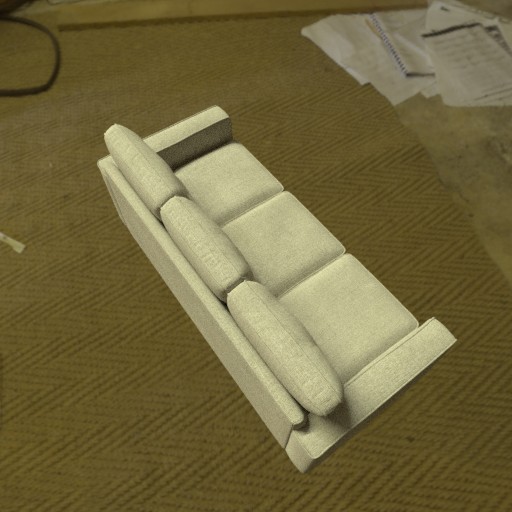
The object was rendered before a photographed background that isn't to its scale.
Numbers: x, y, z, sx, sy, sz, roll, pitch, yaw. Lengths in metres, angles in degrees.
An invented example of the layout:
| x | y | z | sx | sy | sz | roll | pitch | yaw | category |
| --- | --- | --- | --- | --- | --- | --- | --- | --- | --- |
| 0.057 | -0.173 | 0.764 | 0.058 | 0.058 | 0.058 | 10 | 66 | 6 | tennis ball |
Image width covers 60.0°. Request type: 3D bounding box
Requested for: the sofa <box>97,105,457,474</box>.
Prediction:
| x | y | z | sx | sy | sz | roll | pitch | yaw | category |
| --- | --- | --- | --- | --- | --- | --- | --- | --- | --- |
| 0.000 | 0.000 | 2.595 | 0.939 | 0.965 | 2.133 | -32 | 63 | -18 | sofa |
